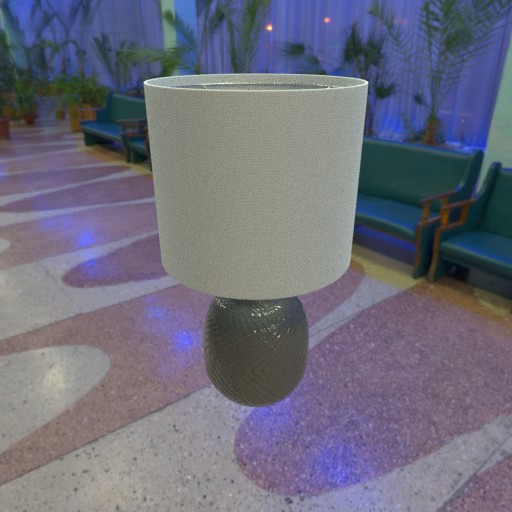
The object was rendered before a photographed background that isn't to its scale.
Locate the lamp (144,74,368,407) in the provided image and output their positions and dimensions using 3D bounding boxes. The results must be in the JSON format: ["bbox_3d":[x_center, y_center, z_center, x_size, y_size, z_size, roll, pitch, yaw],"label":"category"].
[{"bbox_3d":[0.000,0.000,0.496,0.207,0.366,0.207,-18,31,-32],"label":"lamp"}]
